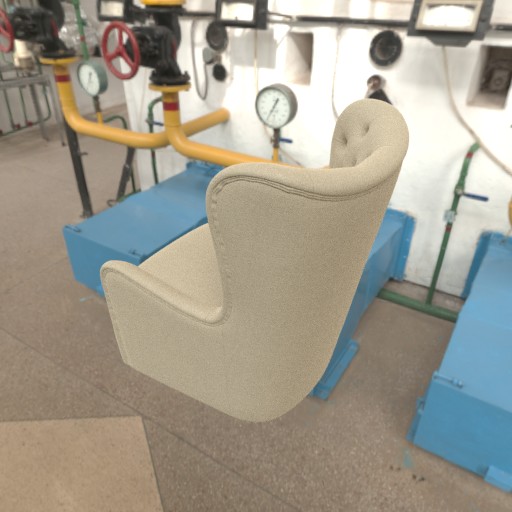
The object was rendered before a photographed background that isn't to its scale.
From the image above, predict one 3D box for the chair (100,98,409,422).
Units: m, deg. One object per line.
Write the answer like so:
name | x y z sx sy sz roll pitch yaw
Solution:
chair | 0.000 0.000 1.699 0.929 1.079 0.831 19 37 28
